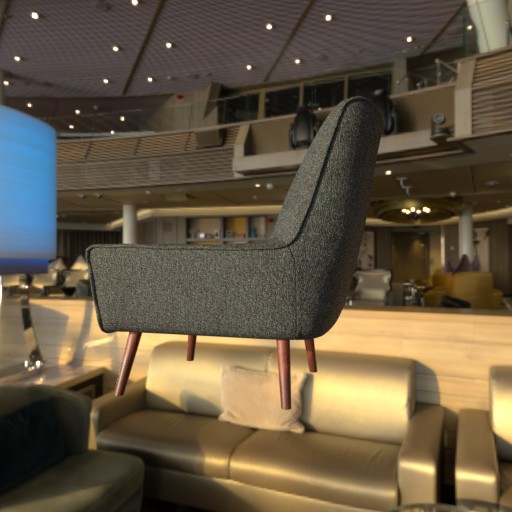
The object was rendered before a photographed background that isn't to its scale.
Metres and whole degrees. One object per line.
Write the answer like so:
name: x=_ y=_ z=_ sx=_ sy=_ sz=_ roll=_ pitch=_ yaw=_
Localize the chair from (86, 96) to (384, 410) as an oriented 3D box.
chair: x=0.000 y=0.000 z=1.541 sx=0.859 sy=0.883 sz=0.763 roll=0 pitch=-1 yaw=17
